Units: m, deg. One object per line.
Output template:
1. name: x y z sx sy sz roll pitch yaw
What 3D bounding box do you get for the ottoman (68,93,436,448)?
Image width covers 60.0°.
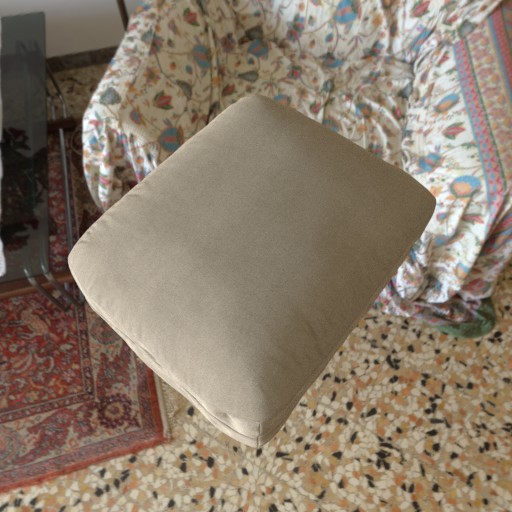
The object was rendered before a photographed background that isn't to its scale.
1. ottoman: 0.000 0.000 1.094 0.584 0.480 0.712 36 68 17
